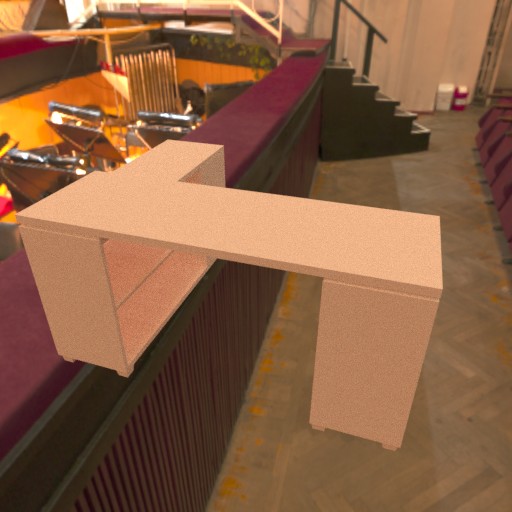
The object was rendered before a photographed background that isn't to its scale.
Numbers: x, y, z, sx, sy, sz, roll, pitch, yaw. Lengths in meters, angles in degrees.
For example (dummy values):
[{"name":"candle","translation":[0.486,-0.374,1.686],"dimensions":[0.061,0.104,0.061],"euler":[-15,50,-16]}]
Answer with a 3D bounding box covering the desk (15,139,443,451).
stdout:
[{"name":"desk","translation":[0.000,0.000,2.152],"dimensions":[1.524,0.759,1.199],"euler":[10,33,16]}]
